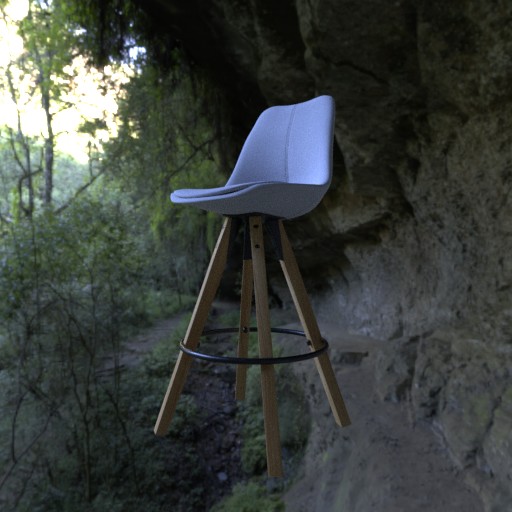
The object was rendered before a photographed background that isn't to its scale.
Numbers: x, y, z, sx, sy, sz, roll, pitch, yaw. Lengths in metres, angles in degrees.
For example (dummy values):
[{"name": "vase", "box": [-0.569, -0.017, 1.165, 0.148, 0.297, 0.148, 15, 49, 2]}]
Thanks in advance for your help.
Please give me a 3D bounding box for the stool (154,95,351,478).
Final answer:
[{"name": "stool", "box": [0.000, 0.000, 1.418, 0.484, 1.115, 0.550, 1, 2, 36]}]
